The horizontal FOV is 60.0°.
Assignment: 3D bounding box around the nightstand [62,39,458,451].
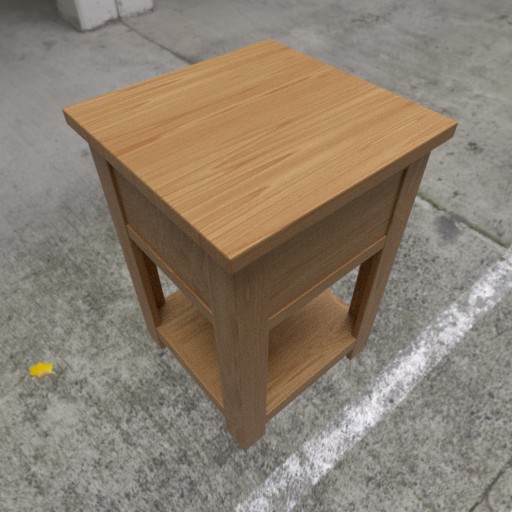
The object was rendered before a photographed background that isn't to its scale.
[{"bbox_3d":[0.000,0.000,0.886,0.428,0.614,0.418,-32,54,-27],"label":"nightstand"}]
